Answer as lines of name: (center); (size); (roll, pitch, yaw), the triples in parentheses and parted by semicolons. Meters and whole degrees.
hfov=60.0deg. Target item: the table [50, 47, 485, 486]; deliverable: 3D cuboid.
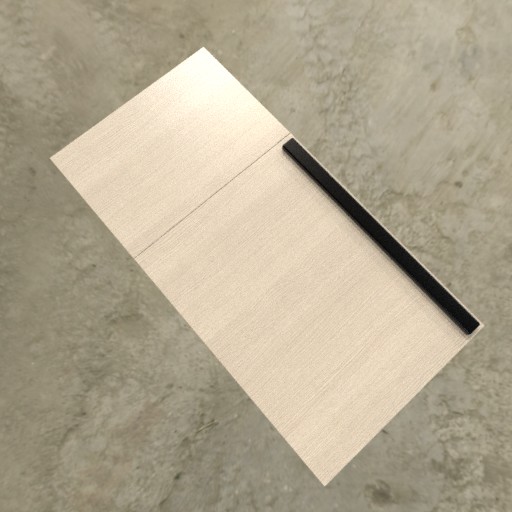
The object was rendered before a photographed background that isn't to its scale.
table: (0.000, 0.000, 0.785); (0.322, 0.242, 0.644); (-40, 79, -10)
